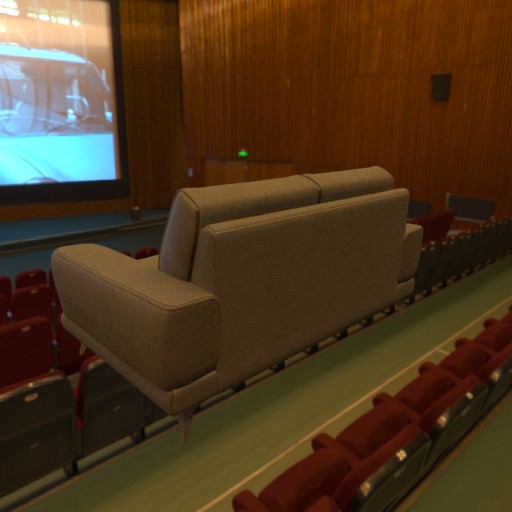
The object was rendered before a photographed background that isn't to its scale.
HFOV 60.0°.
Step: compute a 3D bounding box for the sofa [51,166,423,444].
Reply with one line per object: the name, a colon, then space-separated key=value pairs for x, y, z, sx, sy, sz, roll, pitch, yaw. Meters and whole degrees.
sofa: x=0.000 y=0.000 z=2.366 sx=1.806 sy=0.907 sz=1.018 roll=-15 pitch=22 yaw=-41
